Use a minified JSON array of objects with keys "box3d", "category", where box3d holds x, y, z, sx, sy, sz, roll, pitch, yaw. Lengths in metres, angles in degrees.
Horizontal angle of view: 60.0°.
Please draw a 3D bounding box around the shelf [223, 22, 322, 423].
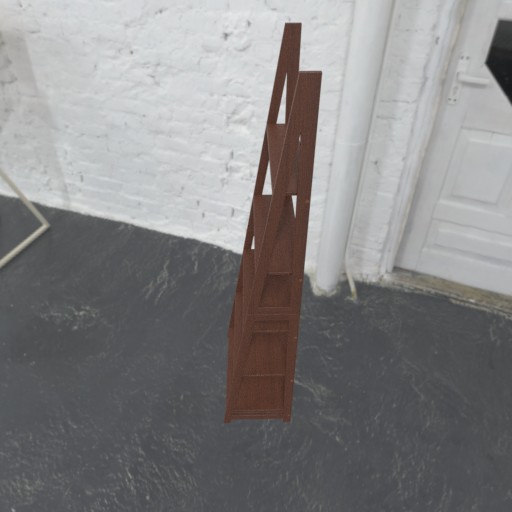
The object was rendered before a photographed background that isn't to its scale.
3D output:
[{"box3d":[0.000,0.000,1.989,0.350,1.770,0.600,-1,39,-1],"category":"shelf"}]
